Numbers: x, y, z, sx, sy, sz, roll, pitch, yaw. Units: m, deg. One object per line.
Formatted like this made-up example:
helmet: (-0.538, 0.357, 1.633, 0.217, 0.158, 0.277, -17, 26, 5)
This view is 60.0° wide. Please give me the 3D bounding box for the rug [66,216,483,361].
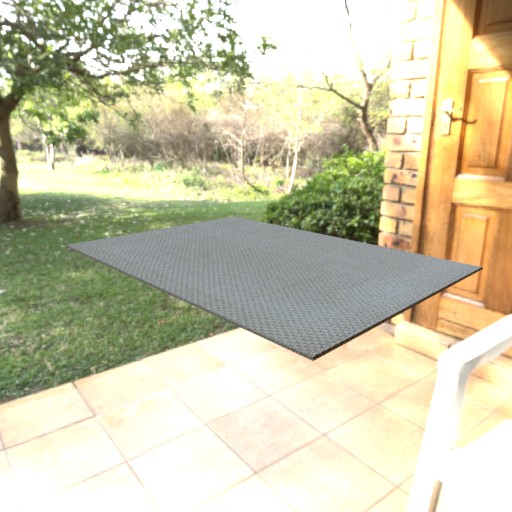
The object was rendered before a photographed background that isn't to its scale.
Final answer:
rug: (0.000, 0.000, 2.756, 1.509, 0.013, 2.144, -15, 21, -42)
